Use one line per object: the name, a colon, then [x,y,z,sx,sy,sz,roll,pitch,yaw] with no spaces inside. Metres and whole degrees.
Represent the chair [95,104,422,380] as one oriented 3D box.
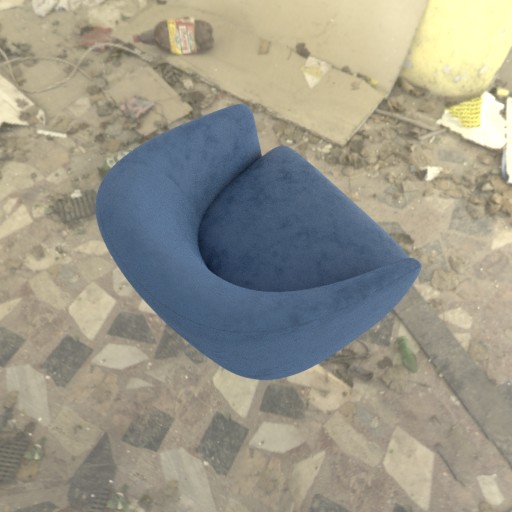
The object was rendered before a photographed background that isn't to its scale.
chair: [0.000,0.000,1.383,0.767,0.698,0.773,-32,63,-19]
